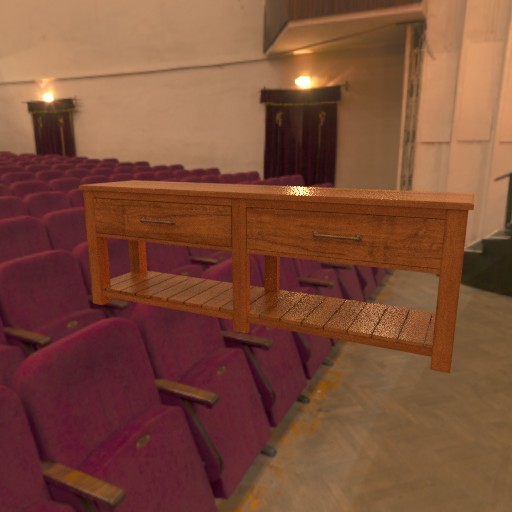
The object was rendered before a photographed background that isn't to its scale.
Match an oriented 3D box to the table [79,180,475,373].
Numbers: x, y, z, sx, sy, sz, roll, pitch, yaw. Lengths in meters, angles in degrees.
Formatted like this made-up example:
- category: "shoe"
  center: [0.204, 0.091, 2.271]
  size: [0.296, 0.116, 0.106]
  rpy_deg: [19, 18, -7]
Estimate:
- category: "table"
  center: [0.000, 0.000, 2.116]
  size: [1.815, 0.635, 0.425]
  rpy_deg: [6, 15, 25]
